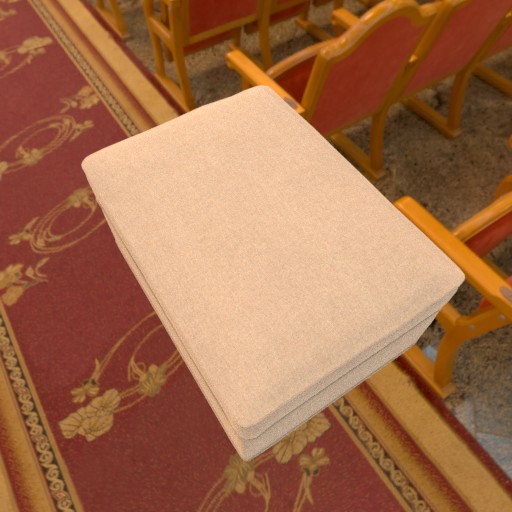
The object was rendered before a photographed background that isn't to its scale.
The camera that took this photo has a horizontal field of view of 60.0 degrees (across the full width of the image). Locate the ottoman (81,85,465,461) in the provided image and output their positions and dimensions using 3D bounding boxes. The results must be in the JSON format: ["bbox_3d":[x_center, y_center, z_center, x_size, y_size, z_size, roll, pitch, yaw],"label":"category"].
[{"bbox_3d":[0.000,0.000,1.266,0.617,0.503,0.846,-29,62,-17],"label":"ottoman"}]
